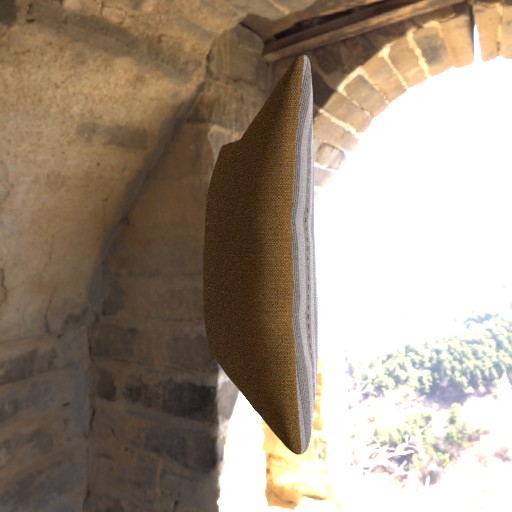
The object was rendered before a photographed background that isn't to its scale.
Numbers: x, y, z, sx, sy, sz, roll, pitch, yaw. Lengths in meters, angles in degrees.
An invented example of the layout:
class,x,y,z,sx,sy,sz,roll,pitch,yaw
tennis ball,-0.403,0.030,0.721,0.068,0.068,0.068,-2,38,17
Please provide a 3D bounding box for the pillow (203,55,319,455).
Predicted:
class,x,y,z,sx,sy,sz,roll,pitch,yaw
pillow,0.000,0.000,0.678,0.147,0.437,0.432,0,-1,-16
